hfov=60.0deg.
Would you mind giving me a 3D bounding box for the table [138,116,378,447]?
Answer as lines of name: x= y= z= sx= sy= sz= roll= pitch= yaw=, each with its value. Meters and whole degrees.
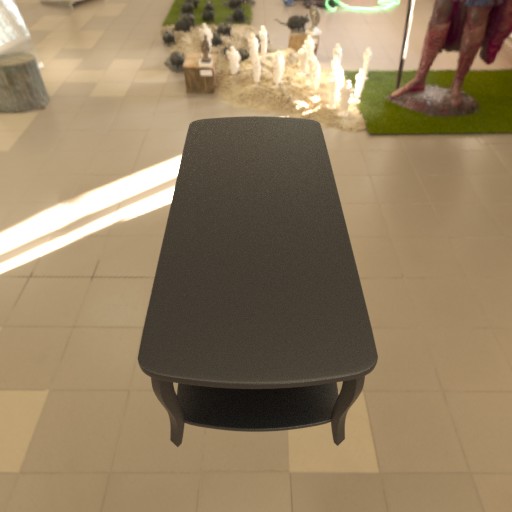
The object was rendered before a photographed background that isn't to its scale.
table: x=0.000 y=0.000 z=1.630 sx=0.571 sy=0.457 sz=1.333 roll=0 pitch=43 yaw=0
